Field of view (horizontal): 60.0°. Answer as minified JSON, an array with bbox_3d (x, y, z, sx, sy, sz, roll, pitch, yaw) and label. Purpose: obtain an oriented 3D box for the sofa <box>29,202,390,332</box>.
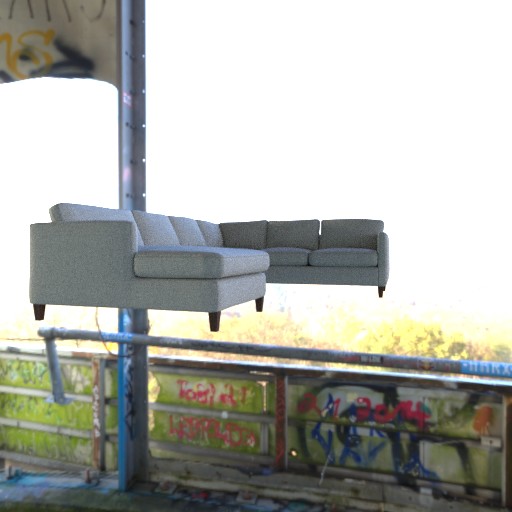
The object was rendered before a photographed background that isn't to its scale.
[{"bbox_3d":[0.000,0.000,4.599,2.593,0.959,3.460,0,1,18],"label":"sofa"}]
